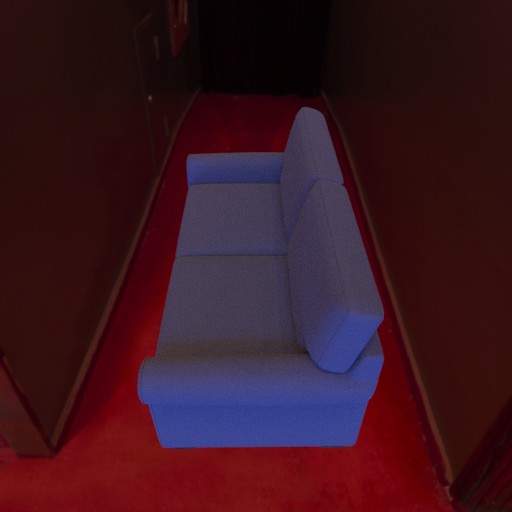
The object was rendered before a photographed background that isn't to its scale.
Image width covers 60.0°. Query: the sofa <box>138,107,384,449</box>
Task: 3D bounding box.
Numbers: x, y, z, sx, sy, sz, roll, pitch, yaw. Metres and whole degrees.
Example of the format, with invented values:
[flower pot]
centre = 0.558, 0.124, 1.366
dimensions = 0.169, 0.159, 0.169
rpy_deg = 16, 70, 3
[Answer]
[sofa]
centre = 0.000, 0.000, 2.504
dimensions = 0.940, 1.020, 1.930
rpy_deg = 0, 41, 0
